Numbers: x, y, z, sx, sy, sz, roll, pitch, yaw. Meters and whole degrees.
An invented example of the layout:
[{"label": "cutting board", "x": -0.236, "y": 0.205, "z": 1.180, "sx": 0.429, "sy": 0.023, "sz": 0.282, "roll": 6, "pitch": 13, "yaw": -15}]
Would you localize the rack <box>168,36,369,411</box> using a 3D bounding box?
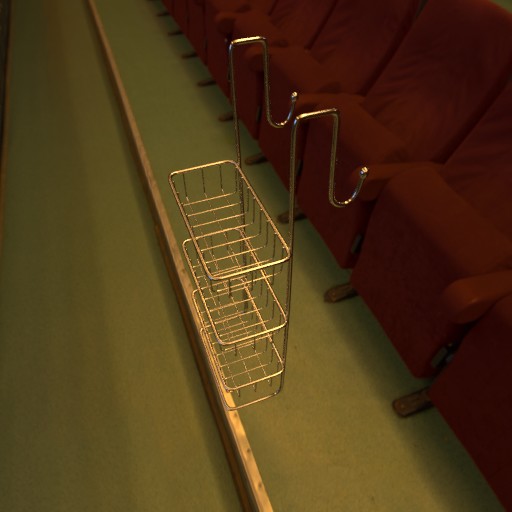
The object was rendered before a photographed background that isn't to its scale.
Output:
[{"label": "rack", "x": 0.000, "y": 0.000, "z": 0.688, "sx": 0.202, "sy": 0.574, "sz": 0.228, "roll": -16, "pitch": 49, "yaw": -14}]
